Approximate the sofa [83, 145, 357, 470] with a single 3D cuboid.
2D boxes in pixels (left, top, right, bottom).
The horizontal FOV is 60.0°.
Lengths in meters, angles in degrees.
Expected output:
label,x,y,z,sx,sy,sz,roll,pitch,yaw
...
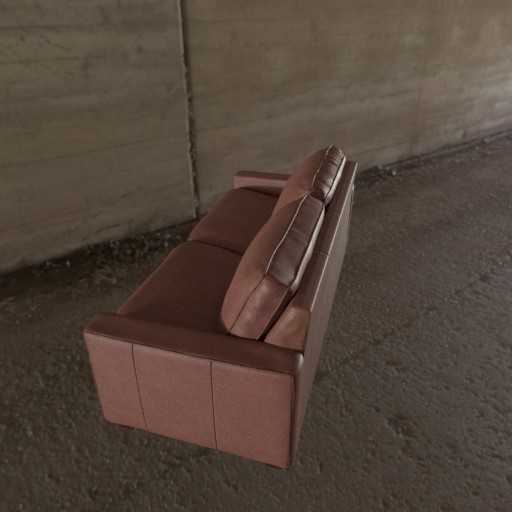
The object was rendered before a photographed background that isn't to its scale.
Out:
label,x,y,z,sx,sy,sz,roll,pitch,yaw
sofa,0.000,0.000,2.612,0.940,0.919,2.080,8,31,14
